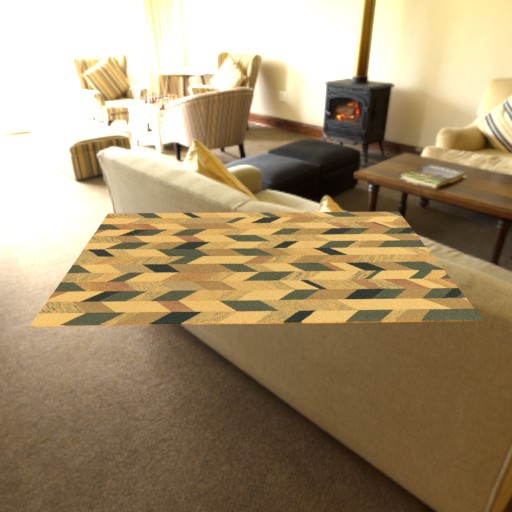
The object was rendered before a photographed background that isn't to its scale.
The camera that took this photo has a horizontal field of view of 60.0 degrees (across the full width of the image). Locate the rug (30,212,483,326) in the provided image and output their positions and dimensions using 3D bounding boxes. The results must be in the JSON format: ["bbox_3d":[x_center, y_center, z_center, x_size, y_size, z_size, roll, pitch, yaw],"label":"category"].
[{"bbox_3d":[0.000,0.000,3.024,2.423,0.008,1.513,0,28,-1],"label":"rug"}]
